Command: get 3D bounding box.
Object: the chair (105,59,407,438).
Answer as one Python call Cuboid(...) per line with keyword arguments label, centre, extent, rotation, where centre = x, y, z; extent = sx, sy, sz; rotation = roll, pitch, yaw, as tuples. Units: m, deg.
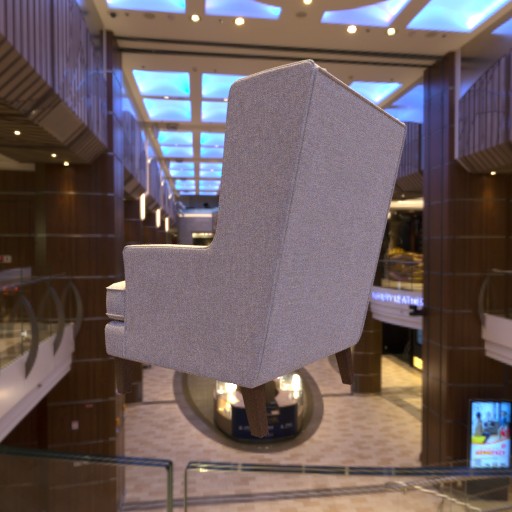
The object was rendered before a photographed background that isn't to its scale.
Cuboid(label="chair", centre=(0.000, 0.000, 1.756), extent=(0.948, 1.082, 0.764), rotation=(1, 1, 37))
